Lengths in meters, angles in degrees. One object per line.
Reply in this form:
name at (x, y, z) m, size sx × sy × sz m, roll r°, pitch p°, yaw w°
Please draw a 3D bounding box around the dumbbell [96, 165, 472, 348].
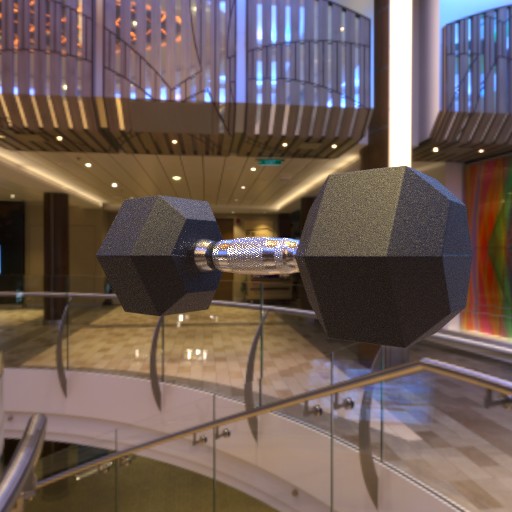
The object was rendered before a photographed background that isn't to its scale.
dumbbell at (0.000, 0.000, 0.417) m, size 0.356 × 0.123 × 0.141 m, roll 0°, pitch 0°, yaw 38°
